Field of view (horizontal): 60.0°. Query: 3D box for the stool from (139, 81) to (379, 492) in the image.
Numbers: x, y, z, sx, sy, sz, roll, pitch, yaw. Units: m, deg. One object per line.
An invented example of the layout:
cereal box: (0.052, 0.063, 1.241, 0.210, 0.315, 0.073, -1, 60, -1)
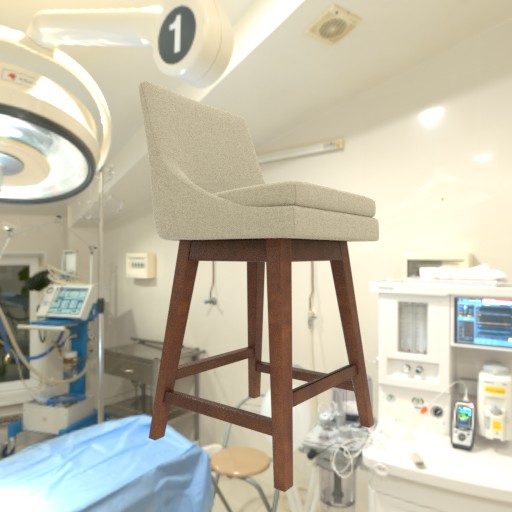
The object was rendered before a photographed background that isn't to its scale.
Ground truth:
stool: (0.000, 0.000, 1.270, 0.559, 0.991, 0.469, 0, 0, 38)
